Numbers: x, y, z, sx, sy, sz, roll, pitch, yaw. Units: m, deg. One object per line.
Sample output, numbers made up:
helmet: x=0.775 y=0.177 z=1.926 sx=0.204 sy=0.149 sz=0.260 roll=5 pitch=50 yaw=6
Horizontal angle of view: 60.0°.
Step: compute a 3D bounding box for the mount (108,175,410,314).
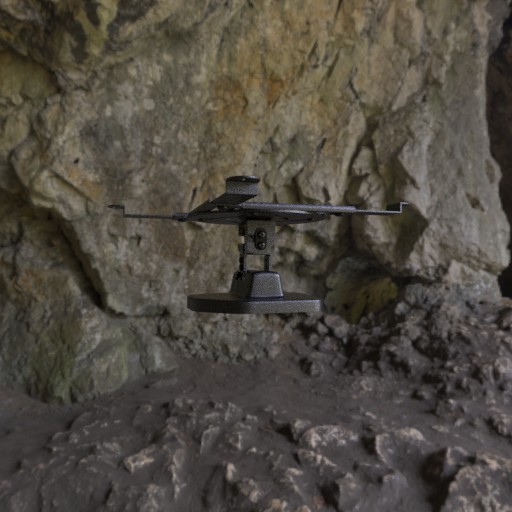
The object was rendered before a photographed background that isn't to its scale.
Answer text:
mount: x=0.000 y=0.000 z=0.615 sx=0.394 sy=0.141 sz=0.394 roll=0 pitch=-1 yaw=-17
